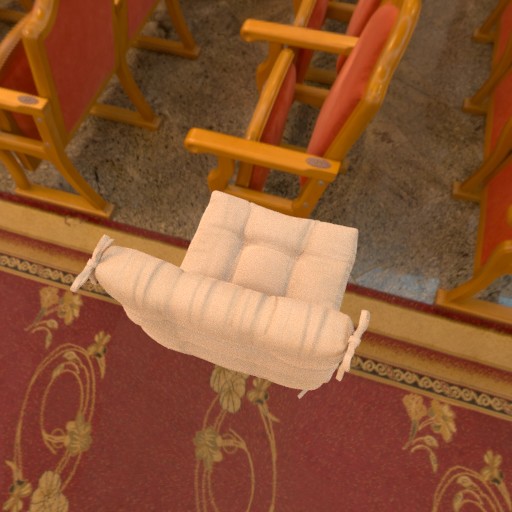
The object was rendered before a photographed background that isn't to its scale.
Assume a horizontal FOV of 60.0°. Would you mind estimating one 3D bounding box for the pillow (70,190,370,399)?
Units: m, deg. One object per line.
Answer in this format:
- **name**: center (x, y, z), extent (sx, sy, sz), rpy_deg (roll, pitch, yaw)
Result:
- **pillow**: center (0.000, 0.000, 1.067), extent (0.519, 0.605, 0.571), rpy_deg (16, 64, 8)
